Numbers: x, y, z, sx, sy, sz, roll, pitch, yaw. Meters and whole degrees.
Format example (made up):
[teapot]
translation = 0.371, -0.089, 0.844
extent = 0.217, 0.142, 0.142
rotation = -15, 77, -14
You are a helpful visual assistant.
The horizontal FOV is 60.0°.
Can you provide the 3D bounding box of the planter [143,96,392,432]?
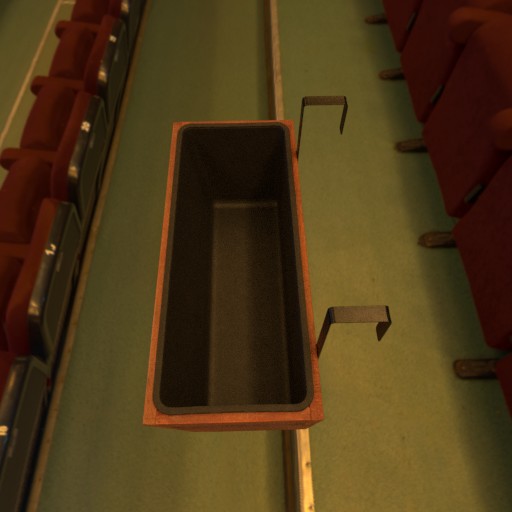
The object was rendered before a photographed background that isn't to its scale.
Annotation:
[planter]
translation = 0.000, 0.000, 0.648
extent = 0.262, 0.289, 0.480
rotation = -1, 58, -1
